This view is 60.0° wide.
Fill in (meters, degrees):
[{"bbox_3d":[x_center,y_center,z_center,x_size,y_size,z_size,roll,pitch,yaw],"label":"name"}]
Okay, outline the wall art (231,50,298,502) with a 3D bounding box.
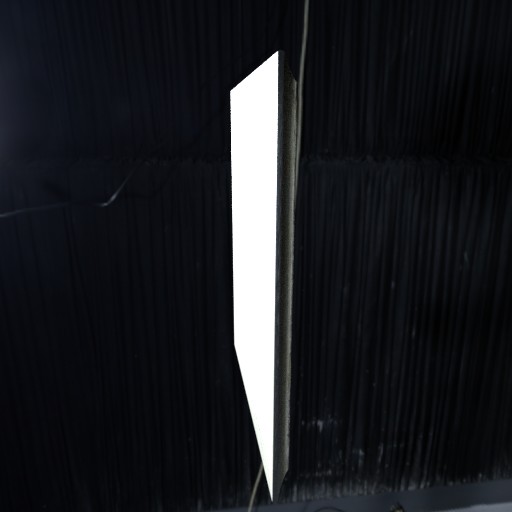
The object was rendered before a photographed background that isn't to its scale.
[{"bbox_3d":[0.000,0.000,0.608,0.023,0.457,0.381,-2,16,-9],"label":"wall art"}]
